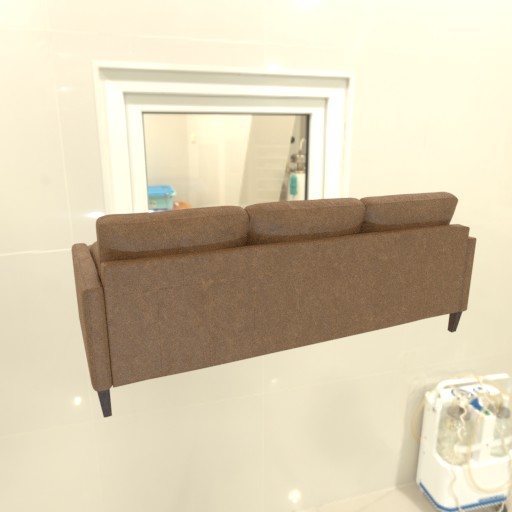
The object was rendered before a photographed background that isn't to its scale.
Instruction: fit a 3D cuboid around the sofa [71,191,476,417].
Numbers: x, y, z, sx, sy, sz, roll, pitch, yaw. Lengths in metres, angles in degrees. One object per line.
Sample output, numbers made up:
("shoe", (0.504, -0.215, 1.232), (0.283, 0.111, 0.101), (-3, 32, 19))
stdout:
("sofa", (0.000, 0.000, 2.851), (2.178, 0.876, 1.506), (-7, 17, -24))
